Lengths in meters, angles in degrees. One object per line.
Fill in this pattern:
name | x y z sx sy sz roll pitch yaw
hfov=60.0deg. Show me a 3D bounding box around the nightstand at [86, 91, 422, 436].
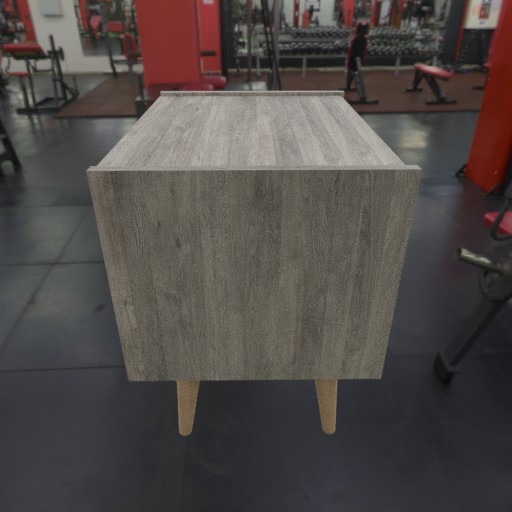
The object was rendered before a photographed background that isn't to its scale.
nightstand | 0.000 0.000 0.823 0.380 0.500 0.480 0 30 -1
